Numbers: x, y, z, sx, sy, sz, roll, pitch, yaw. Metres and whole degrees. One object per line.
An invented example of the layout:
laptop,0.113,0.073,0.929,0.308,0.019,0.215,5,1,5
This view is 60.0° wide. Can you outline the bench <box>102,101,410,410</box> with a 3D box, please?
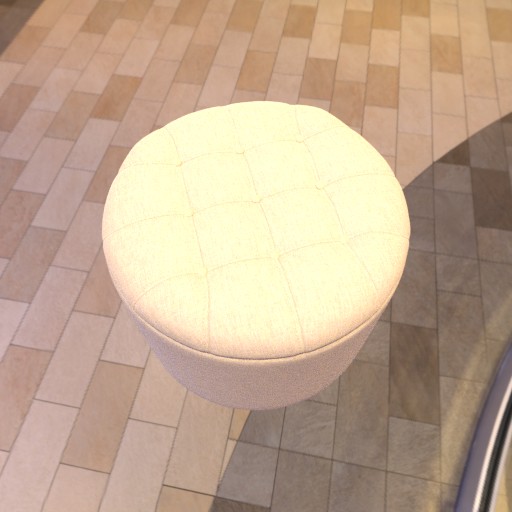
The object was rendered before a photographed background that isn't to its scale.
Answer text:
bench,0.000,0.000,1.011,0.600,0.454,0.600,0,59,0
